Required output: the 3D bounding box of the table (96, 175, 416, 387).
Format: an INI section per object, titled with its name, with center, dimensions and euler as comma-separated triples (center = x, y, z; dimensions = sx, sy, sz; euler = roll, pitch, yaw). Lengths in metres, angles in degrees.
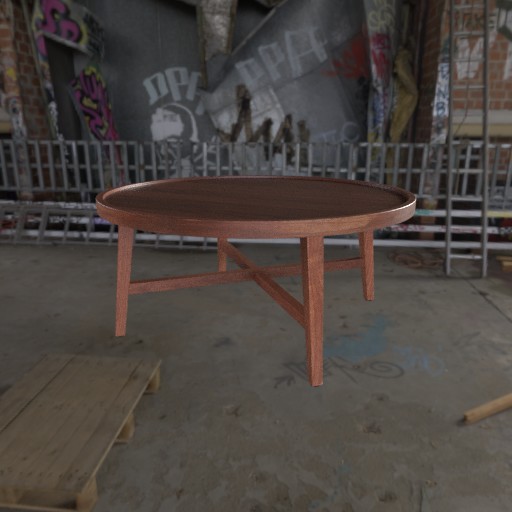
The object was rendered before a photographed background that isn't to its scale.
[table]
center = 0.000, 0.000, 1.222
dimensions = 0.800, 0.360, 0.800
euler = 0, 16, 0
